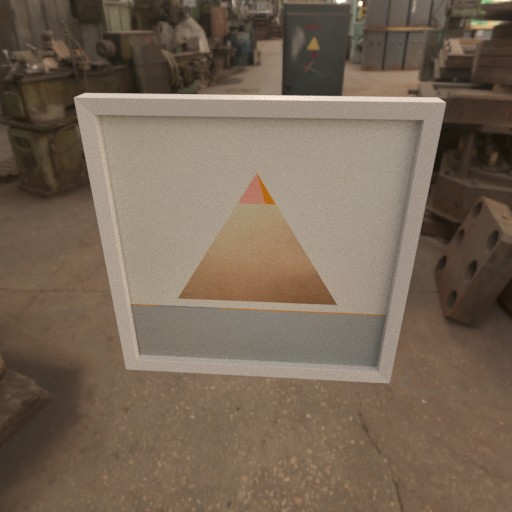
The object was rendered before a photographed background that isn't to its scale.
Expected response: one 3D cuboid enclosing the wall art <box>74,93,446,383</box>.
[{"bbox_3d":[0.000,0.000,1.889,1.289,1.291,0.098,2,29,4],"label":"wall art"}]
